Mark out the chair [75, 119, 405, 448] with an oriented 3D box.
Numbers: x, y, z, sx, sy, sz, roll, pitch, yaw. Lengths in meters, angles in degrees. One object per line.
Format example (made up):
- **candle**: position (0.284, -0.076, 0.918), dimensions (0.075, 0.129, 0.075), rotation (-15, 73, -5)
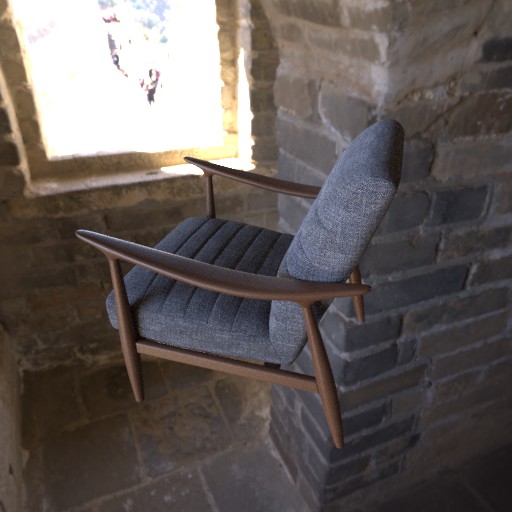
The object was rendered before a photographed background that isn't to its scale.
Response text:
- **chair**: position (0.000, 0.000, 1.442), dimensions (0.798, 0.832, 0.741), rotation (9, 32, 15)
